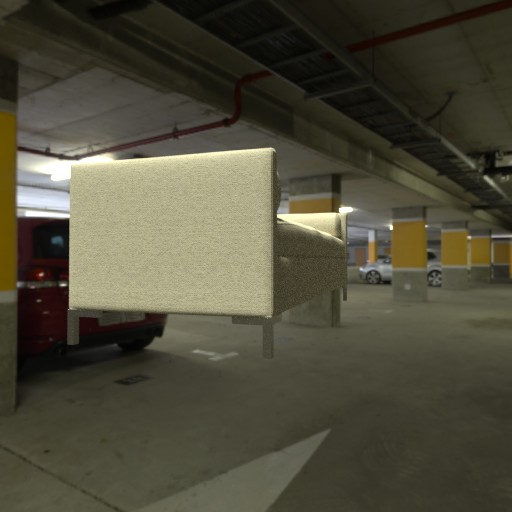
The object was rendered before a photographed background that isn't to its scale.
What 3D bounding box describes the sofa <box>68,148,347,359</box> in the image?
[{"bbox_3d":[0.000,0.000,2.470,0.797,0.655,2.102,0,-1,18],"label":"sofa"}]
